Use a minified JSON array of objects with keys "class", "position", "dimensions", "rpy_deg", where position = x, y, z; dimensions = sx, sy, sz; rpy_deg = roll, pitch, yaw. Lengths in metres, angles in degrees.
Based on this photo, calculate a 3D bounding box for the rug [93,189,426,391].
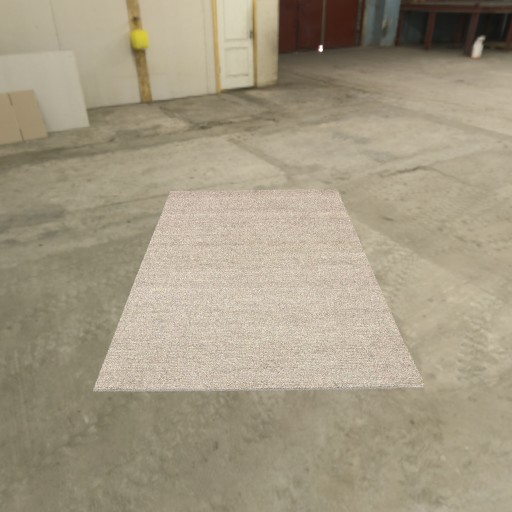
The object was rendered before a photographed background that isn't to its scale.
[{"class":"rug","position":[0.000,0.000,2.293],"dimensions":[1.154,0.021,1.792],"rpy_deg":[0,31,-1]}]
